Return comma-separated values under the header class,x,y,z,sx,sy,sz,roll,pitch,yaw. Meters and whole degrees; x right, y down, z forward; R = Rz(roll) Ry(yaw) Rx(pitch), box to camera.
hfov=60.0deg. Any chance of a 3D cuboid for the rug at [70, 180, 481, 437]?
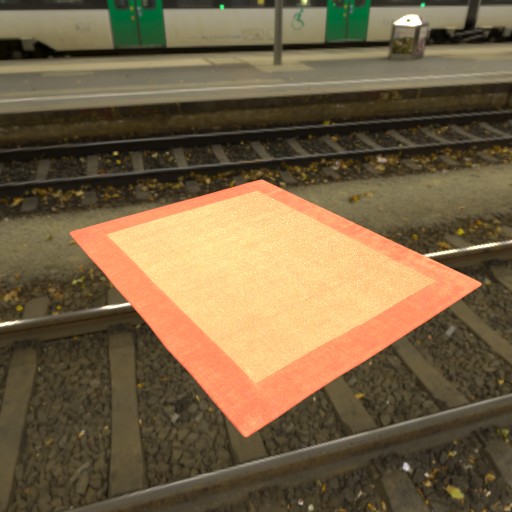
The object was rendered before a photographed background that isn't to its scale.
class,x,y,z,sx,sy,sz,roll,pitch,yaw
rug,0.000,0.000,4.030,2.430,0.018,2.976,-21,37,-31
